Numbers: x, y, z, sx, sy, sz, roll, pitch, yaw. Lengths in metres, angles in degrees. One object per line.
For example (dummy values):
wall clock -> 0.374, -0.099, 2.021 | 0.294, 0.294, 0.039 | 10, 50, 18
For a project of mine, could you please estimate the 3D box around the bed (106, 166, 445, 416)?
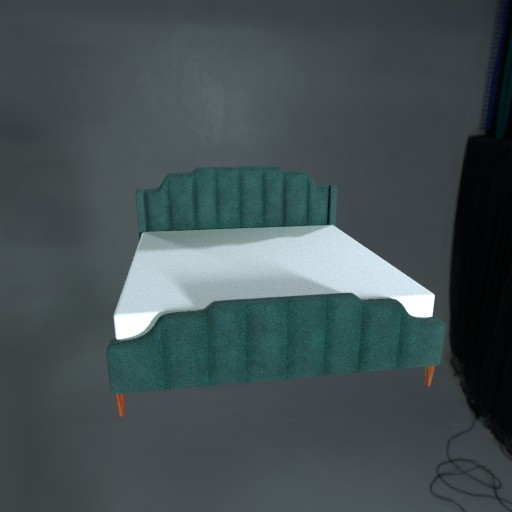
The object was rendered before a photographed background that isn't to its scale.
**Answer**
bed -> 0.000, 0.000, 3.658 | 2.074, 1.245, 2.340 | -3, 17, -9
